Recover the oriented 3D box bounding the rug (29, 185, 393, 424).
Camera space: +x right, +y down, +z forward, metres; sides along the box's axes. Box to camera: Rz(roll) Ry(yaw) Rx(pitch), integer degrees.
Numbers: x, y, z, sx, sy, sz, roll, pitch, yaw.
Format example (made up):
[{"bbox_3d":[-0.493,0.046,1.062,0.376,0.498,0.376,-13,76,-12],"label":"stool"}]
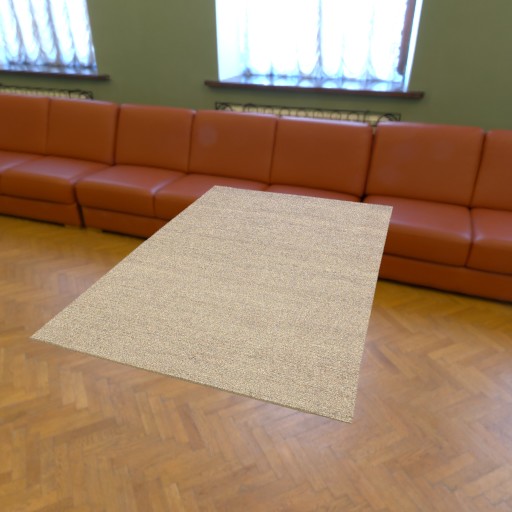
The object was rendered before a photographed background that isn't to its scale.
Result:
[{"bbox_3d":[0.000,0.000,2.949,1.609,0.030,2.342,10,31,17],"label":"rug"}]
